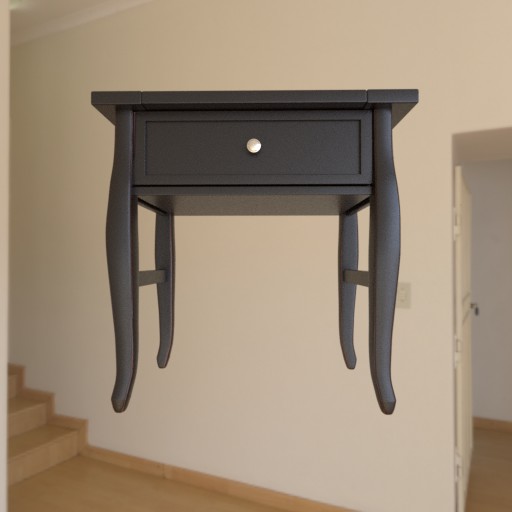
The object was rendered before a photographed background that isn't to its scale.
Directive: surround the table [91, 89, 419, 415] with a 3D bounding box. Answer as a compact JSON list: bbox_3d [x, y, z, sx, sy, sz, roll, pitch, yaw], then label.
[{"bbox_3d":[0.000,0.000,1.037,0.602,0.604,0.460,0,-1,1],"label":"table"}]
